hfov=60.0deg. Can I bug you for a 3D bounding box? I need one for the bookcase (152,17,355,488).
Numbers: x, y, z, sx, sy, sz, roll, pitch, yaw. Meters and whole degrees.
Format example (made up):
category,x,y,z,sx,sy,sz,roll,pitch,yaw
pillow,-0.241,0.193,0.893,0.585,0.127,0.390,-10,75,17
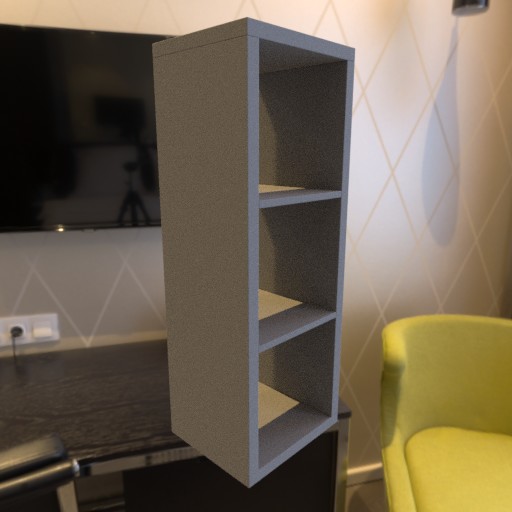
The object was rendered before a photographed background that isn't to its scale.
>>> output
category,x,y,z,sx,sy,sz,roll,pitch,yaw
bookcase,0.000,0.000,1.235,0.330,1.080,0.390,13,19,43
